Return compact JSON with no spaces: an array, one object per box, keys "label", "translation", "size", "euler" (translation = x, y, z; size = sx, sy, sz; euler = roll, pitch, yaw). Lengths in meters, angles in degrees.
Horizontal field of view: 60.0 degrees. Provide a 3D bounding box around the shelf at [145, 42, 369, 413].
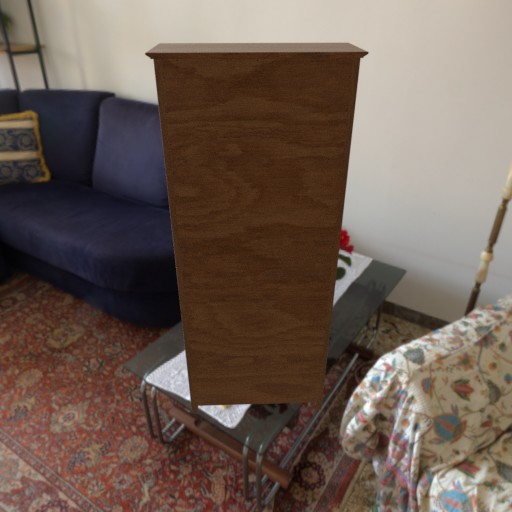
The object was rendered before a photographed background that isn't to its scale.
[{"label":"shelf","translation":[0.000,0.000,2.225],"size":[0.805,1.905,0.335],"euler":[-1,31,-2]}]
